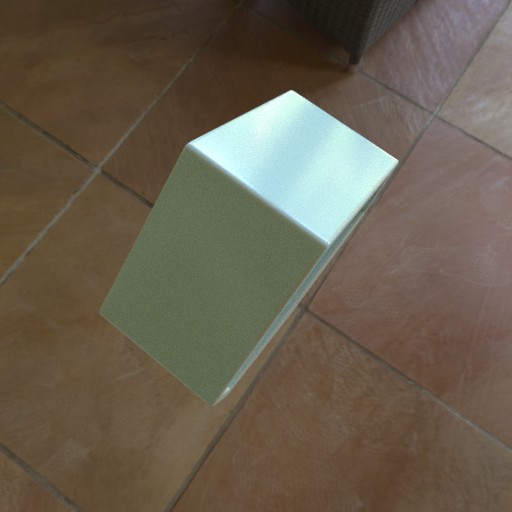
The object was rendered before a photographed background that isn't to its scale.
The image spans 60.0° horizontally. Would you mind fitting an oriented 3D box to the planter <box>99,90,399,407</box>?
[{"bbox_3d":[0.000,0.000,0.288,0.078,0.207,0.169,37,78,9],"label":"planter"}]
